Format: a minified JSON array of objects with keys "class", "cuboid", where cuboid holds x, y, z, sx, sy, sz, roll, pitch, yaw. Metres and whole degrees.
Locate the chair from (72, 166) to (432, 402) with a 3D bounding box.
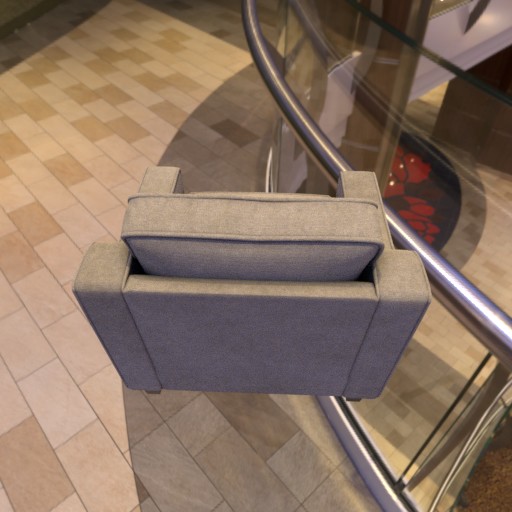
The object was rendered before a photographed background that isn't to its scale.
[{"class":"chair","cuboid":[0.000,0.000,1.623,0.926,0.944,0.840,2,46,2]}]
